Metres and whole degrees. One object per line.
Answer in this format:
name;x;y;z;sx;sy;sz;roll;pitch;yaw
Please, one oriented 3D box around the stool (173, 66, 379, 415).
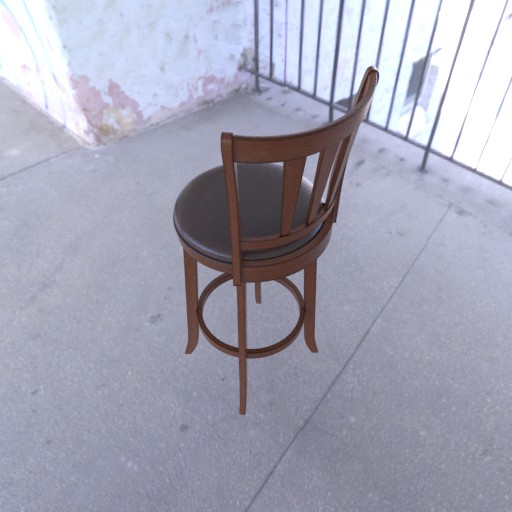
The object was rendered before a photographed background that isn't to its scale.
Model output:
stool;0.000;0.000;1.412;0.464;1.177;0.503;-33;54;-28
